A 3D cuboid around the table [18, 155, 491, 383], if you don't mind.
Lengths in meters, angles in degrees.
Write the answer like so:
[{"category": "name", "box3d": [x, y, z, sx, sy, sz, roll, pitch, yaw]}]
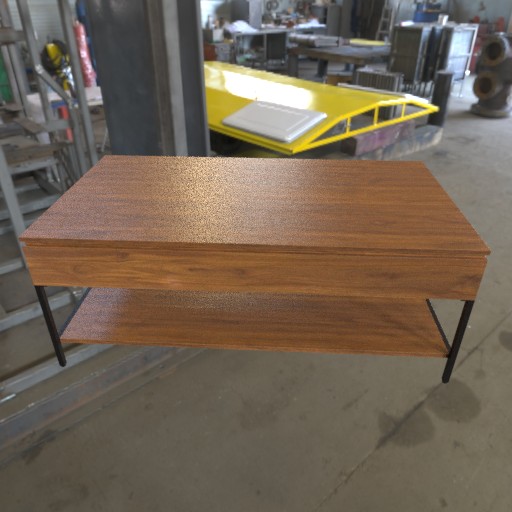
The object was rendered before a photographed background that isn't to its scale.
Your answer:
[{"category": "table", "box3d": [0.000, 0.000, 1.340, 1.057, 0.414, 0.574, 2, 32, 3]}]
